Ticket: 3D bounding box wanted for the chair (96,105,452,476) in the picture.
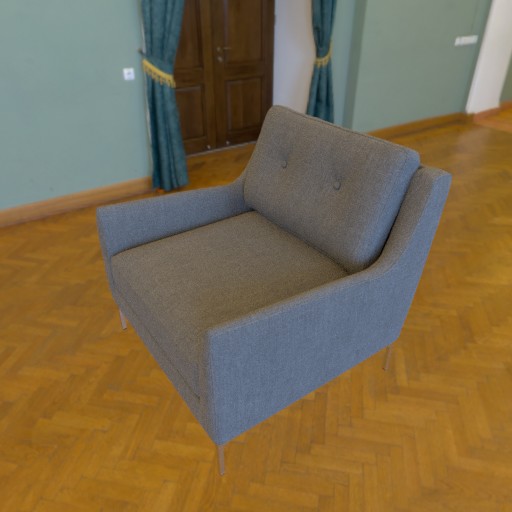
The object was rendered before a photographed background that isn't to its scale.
[{"bbox_3d":[0.000,0.000,1.553,0.849,0.828,0.847,-21,38,-29],"label":"chair"}]
